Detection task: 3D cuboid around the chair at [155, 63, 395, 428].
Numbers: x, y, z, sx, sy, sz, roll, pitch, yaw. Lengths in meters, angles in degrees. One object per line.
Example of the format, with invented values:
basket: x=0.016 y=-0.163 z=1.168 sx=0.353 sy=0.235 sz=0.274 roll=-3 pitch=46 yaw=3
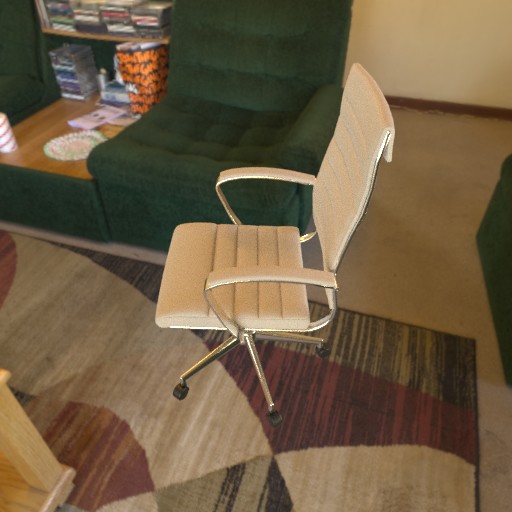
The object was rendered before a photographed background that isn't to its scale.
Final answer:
chair: x=0.000 y=0.000 z=1.532 sx=0.667 sy=1.149 sz=0.679 roll=0 pitch=42 yaw=0
